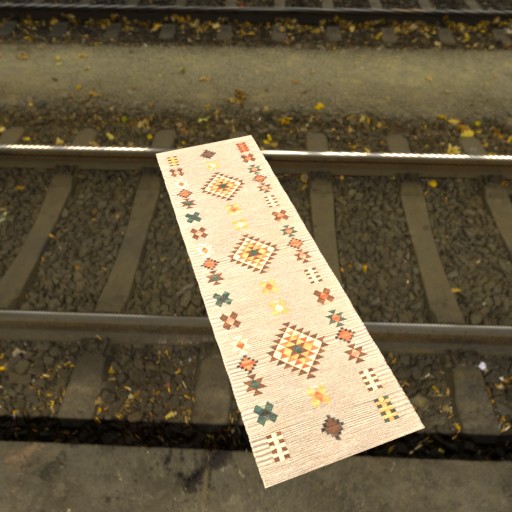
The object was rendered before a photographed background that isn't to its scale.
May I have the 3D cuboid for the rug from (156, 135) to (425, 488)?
[{"bbox_3d":[0.000,0.000,2.664,0.766,0.008,2.432,-14,50,-12],"label":"rug"}]
